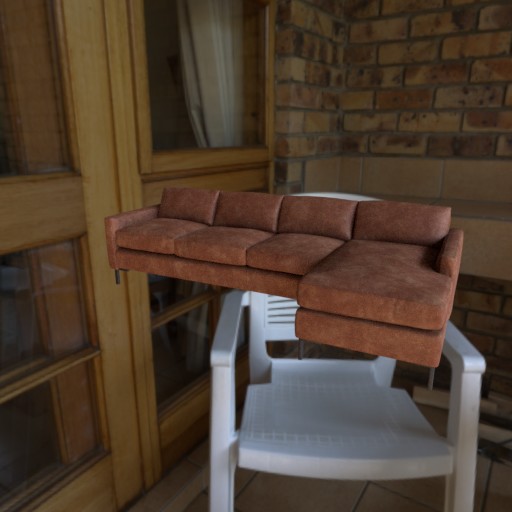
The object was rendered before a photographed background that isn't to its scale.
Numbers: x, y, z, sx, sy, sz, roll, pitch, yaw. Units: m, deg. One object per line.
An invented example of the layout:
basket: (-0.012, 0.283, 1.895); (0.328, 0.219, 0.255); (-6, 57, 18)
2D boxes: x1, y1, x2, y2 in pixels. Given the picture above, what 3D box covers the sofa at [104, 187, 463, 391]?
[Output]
sofa: (0.000, 0.000, 3.609); (2.993, 0.859, 1.471); (8, 18, 25)
